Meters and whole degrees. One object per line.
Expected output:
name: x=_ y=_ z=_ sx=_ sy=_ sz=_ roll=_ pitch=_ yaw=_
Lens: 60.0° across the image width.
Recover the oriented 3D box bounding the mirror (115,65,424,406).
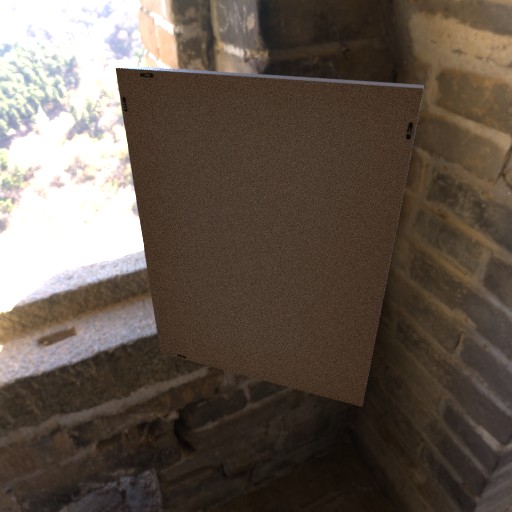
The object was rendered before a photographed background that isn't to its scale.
mirror: x=0.000 y=0.000 z=1.327 sx=0.762 sy=1.016 sz=0.041 roll=11 pitch=34 yaw=16
